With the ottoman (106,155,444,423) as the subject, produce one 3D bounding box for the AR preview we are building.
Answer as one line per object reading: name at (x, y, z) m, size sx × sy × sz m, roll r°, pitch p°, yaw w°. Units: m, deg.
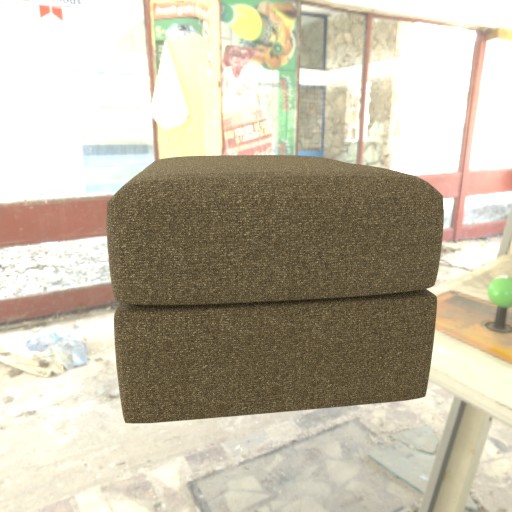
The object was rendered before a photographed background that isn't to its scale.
ottoman at (0.000, 0.000, 1.110) m, size 0.598 × 0.476 × 0.742 m, roll -2°, pitch 16°, yaw -8°
